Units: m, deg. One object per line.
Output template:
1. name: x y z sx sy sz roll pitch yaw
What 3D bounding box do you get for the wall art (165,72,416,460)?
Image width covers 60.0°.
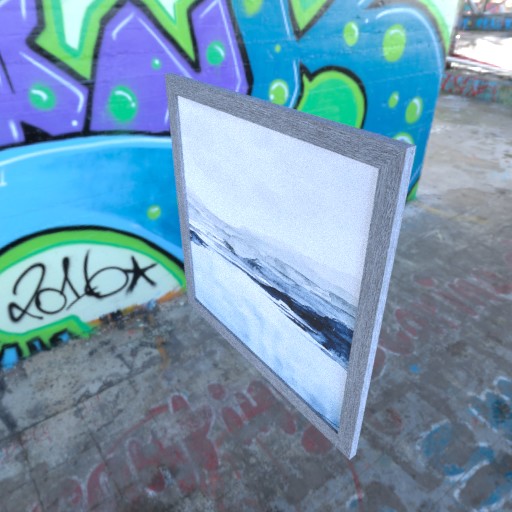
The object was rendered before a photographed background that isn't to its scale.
1. wall art: 0.000 0.000 1.004 0.020 0.685 0.685 -22 38 -31
